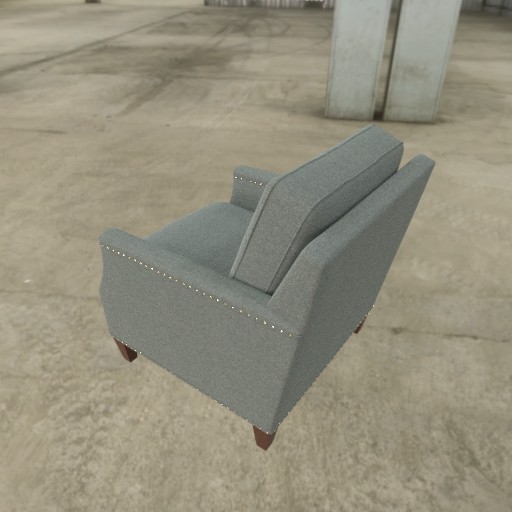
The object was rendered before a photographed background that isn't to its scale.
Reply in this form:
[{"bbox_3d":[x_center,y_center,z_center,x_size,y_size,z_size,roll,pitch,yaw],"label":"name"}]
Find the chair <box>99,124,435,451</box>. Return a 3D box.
[{"bbox_3d":[0.000,0.000,1.807,1.031,1.031,0.885,21,38,30],"label":"chair"}]
